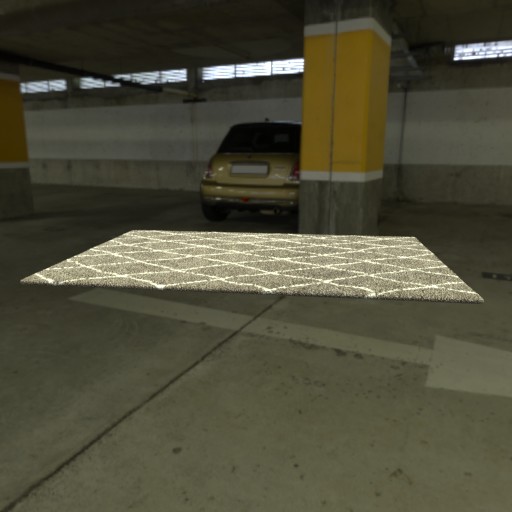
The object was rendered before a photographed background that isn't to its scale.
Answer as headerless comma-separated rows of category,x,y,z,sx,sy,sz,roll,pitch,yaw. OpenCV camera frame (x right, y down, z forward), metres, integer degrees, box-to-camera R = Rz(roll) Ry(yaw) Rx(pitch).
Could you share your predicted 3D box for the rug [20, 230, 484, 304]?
rug,0.000,0.000,3.434,2.743,0.030,1.778,2,14,7
